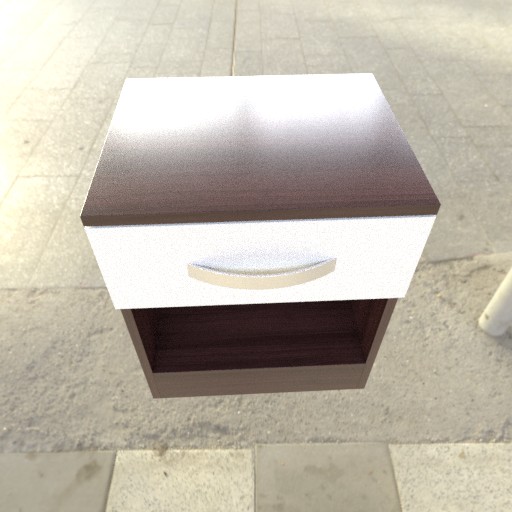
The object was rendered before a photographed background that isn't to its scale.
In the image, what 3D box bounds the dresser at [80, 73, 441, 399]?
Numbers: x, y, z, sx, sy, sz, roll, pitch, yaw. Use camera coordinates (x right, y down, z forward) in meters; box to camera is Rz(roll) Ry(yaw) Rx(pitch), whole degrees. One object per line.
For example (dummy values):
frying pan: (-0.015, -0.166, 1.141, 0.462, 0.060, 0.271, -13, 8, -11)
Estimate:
dresser: (0.000, 0.000, 0.765, 0.400, 0.470, 0.360, -2, 47, -2)
